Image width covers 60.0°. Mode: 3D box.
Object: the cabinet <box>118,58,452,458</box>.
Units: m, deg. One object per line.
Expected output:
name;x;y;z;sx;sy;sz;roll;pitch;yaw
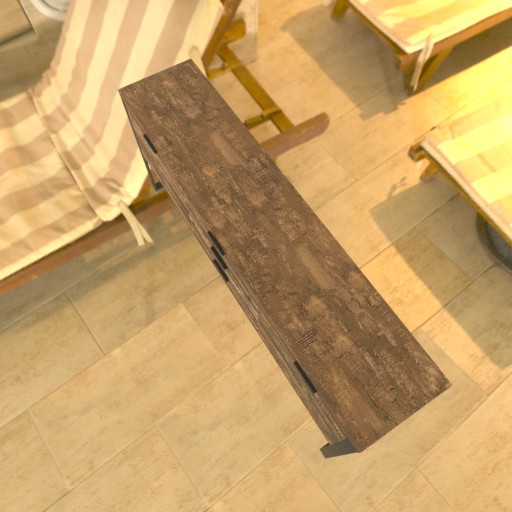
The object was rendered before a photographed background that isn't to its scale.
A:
cabinet;0.000;0.000;2.085;0.395;0.762;1.800;-29;68;-13
